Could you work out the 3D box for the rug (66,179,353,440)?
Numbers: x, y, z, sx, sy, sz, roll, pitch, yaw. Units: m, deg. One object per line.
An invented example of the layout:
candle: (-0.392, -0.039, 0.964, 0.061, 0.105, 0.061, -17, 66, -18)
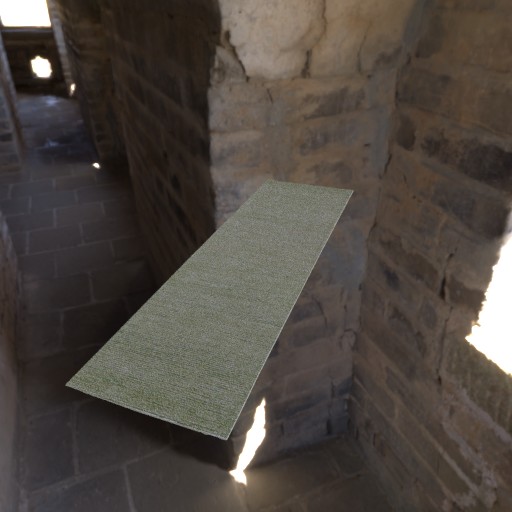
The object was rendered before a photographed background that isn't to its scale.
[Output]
rug: (0.000, 0.000, 2.540, 0.686, 0.013, 2.340, 11, 33, 18)
